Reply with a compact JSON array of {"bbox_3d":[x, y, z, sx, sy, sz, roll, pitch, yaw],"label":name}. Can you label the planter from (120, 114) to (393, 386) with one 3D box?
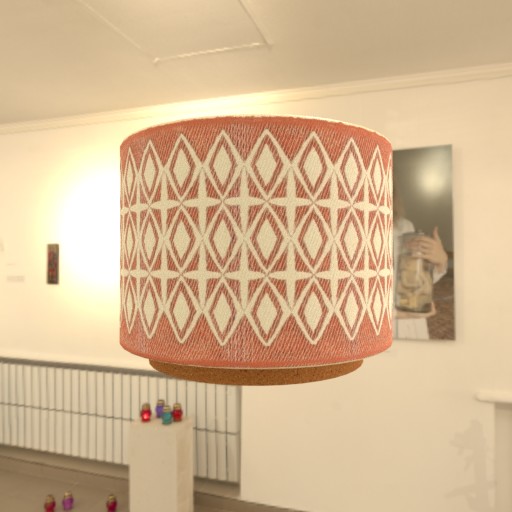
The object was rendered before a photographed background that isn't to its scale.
[{"bbox_3d":[0.000,0.000,0.326,0.192,0.148,0.192,0,0,0],"label":"planter"}]
